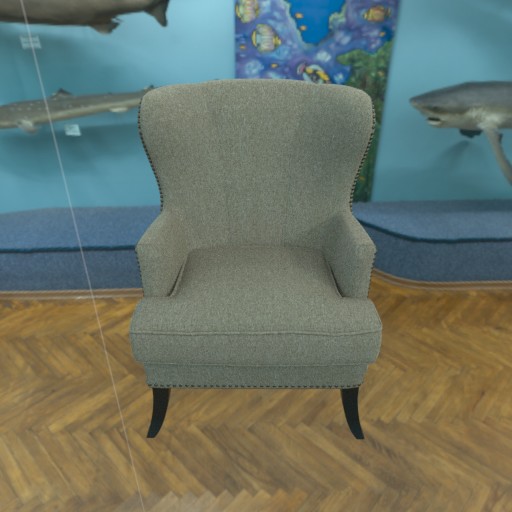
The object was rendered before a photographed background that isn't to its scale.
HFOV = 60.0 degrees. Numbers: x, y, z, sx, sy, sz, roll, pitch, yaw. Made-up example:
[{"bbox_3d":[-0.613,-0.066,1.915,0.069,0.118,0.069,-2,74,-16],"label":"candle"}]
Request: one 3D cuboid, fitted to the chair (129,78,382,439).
[{"bbox_3d":[0.000,0.000,1.560,0.759,1.060,0.758,0,32,0],"label":"chair"}]
